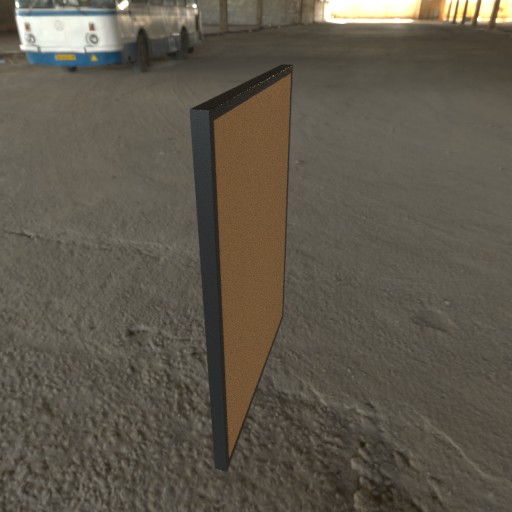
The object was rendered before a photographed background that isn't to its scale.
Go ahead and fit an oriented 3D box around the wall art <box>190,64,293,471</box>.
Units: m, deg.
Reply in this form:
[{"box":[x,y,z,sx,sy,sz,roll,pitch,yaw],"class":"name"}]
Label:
[{"box":[0.000,0.000,1.429,0.039,1.061,0.804,8,30,13],"class":"wall art"}]
